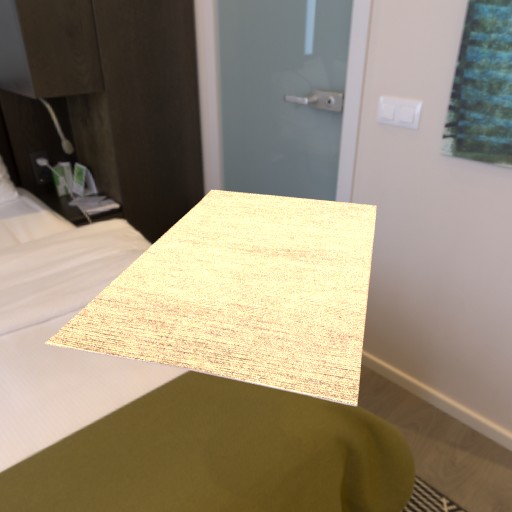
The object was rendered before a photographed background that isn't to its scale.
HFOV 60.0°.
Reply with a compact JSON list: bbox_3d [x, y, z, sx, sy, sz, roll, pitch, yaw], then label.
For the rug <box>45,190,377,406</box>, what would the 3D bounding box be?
[{"bbox_3d":[0.000,0.000,2.270,1.149,0.021,1.773,7,29,14],"label":"rug"}]
